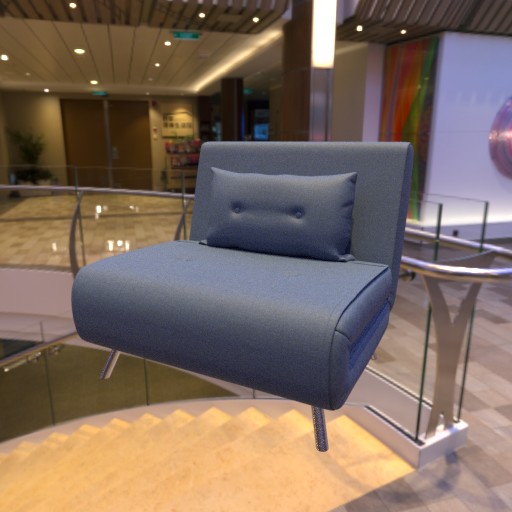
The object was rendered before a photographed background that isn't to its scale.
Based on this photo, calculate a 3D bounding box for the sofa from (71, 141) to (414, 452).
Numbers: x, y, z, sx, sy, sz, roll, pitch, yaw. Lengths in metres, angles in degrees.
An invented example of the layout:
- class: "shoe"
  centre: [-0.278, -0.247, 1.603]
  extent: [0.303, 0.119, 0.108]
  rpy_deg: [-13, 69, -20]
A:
- class: "sofa"
  centre: [0.000, 0.000, 1.728]
  extent: [0.999, 0.860, 0.996]
  rpy_deg: [7, 16, 27]
